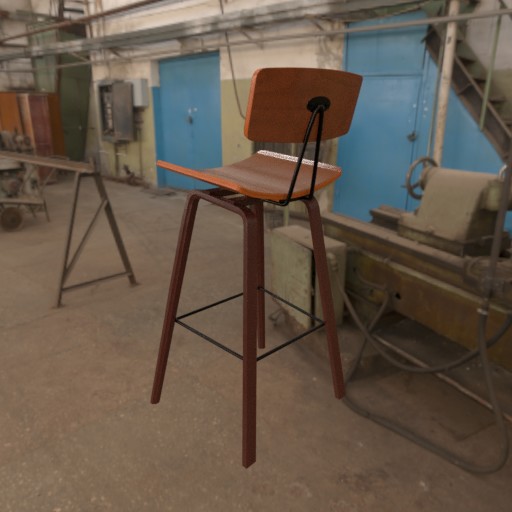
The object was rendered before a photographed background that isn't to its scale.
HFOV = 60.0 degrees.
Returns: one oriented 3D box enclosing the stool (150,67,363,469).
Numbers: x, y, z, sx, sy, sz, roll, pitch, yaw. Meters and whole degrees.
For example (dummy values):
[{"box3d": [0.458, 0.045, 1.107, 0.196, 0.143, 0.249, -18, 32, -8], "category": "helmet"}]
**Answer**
[{"box3d": [0.000, 0.000, 1.270, 0.509, 0.969, 0.440, -17, 25, -41], "category": "stool"}]
